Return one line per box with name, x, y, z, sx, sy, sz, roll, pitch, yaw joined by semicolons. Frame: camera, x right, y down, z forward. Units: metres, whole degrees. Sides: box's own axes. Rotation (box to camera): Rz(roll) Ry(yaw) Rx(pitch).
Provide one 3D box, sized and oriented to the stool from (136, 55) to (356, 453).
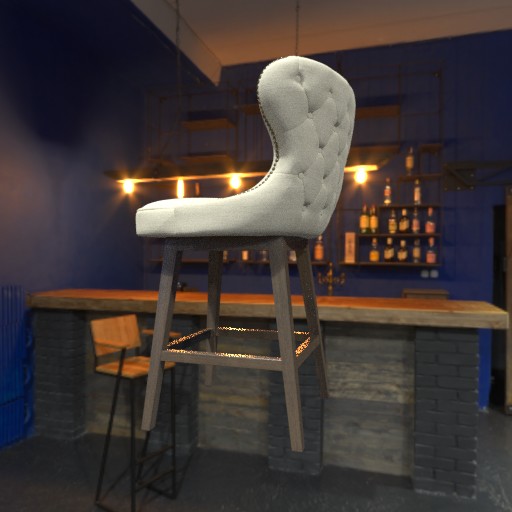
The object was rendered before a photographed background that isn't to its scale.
stool;0.000;0.000;1.368;0.597;0.972;0.615;0;1;18
